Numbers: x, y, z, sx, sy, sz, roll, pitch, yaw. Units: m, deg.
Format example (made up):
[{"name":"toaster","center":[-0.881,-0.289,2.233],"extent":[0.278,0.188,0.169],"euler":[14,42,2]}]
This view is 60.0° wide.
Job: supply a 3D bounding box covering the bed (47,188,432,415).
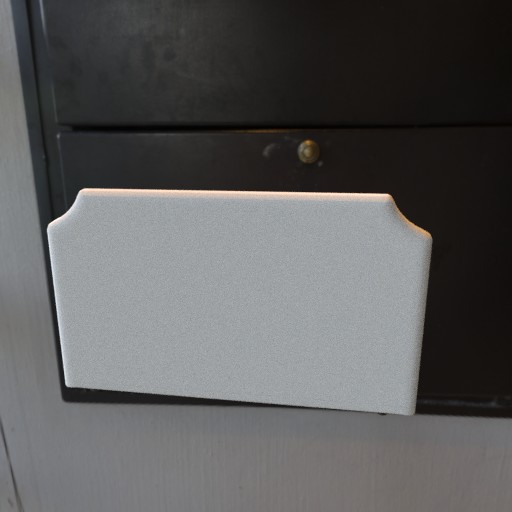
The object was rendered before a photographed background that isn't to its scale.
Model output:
[{"name":"bed","center":[0.000,0.000,3.562],"extent":[2.160,1.301,2.204],"euler":[2,16,8]}]
